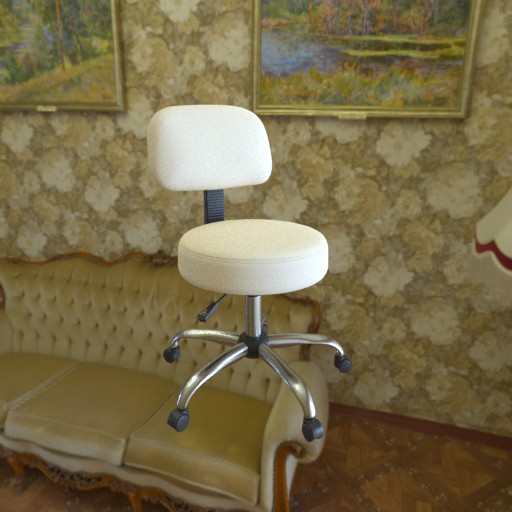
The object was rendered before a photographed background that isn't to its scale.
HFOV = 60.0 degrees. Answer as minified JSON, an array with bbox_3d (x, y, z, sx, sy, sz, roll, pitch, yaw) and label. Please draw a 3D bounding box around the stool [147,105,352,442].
[{"bbox_3d":[0.000,0.000,1.231,0.609,0.810,0.616,-10,20,-28],"label":"stool"}]
